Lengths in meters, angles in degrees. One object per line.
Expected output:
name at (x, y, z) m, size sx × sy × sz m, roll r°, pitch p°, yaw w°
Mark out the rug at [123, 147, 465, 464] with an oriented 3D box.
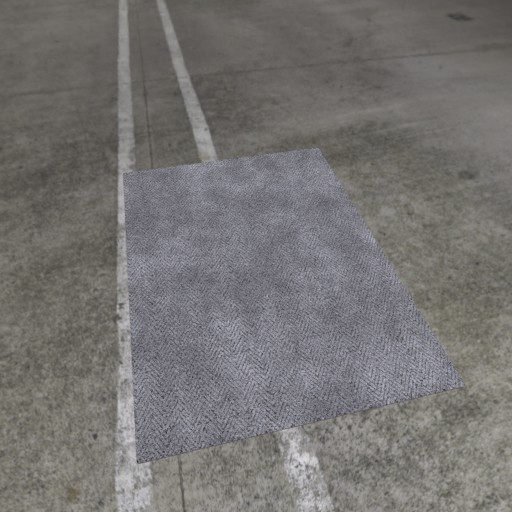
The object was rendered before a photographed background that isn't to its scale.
rug at (0.000, 0.000, 2.822) m, size 1.600 × 0.008 × 2.235 m, roll -10°, pitch 46°, yaw -9°
